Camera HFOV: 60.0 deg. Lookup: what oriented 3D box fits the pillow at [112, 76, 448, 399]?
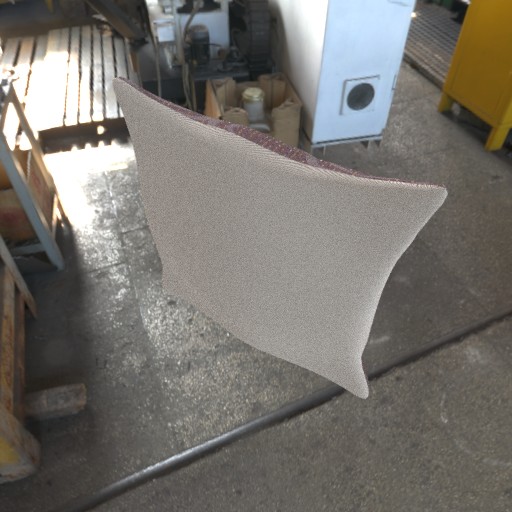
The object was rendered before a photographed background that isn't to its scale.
[{"bbox_3d":[0.000,0.000,0.772,0.514,0.513,0.163,25,51,22],"label":"pillow"}]
